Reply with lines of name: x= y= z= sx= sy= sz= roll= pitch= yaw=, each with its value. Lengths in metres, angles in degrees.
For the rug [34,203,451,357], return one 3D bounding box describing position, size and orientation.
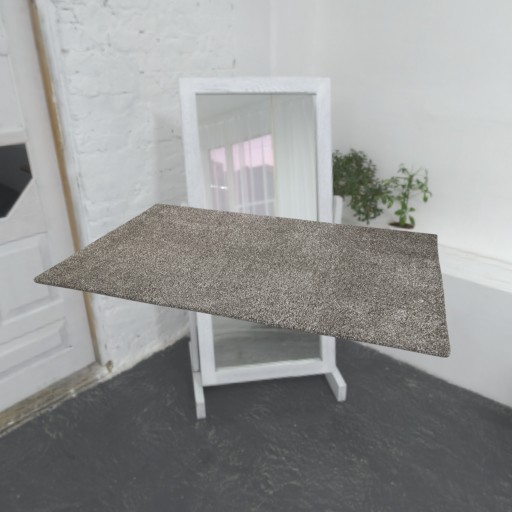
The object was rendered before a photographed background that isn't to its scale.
rug: x=0.000 y=0.000 z=2.984 sx=2.352 sy=0.025 sz=1.501 roll=8 pitch=26 yaw=16
